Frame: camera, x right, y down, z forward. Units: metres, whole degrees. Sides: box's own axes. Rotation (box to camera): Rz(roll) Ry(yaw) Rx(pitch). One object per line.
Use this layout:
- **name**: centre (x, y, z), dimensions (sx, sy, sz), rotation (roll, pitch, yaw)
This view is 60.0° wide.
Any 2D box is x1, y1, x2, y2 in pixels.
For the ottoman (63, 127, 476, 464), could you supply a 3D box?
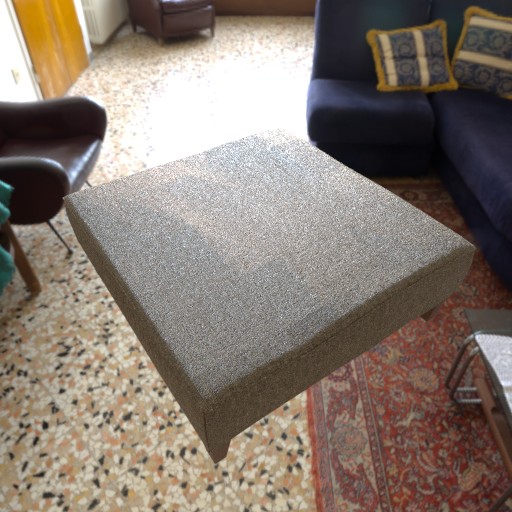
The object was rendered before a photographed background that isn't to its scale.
- **ottoman**: centre (0.000, 0.000, 1.546), dimensions (0.981, 0.379, 1.016), rotation (-25, 47, -25)
